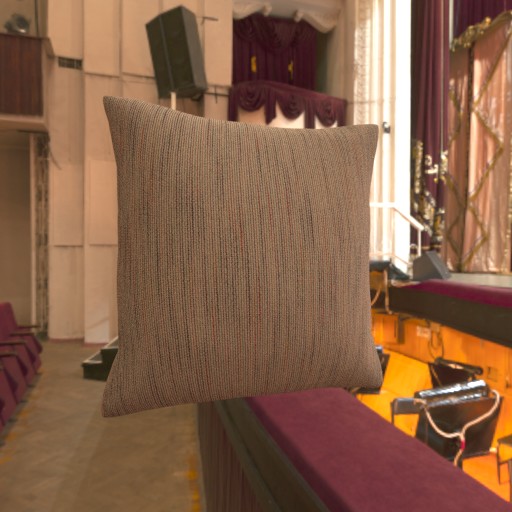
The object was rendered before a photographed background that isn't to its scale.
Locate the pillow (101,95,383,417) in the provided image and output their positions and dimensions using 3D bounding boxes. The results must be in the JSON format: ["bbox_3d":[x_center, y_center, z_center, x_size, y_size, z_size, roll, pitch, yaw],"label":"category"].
[{"bbox_3d":[0.000,0.000,0.774,0.512,0.506,0.178,0,0,-19],"label":"pillow"}]
